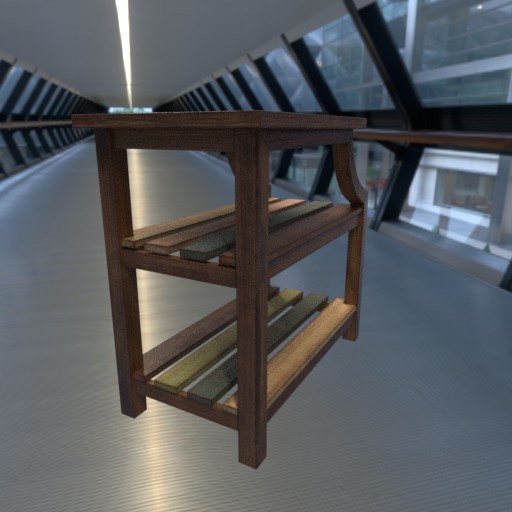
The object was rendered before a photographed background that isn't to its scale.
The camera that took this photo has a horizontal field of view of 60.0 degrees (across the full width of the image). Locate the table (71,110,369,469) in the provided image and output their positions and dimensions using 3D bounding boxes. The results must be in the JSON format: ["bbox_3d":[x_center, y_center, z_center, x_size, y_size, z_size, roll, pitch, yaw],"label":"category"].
[{"bbox_3d":[0.000,0.000,0.979,0.356,0.584,0.609,9,18,28],"label":"table"}]
